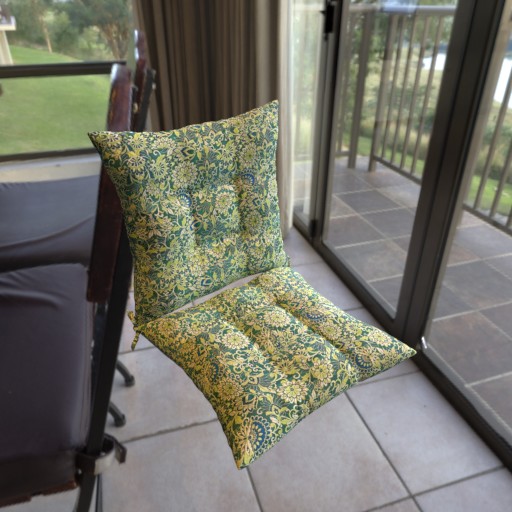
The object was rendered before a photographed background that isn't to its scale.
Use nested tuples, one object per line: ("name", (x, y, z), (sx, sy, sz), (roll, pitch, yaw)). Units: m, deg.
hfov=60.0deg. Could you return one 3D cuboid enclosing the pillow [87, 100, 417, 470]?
("pillow", (0.000, 0.000, 0.999), (0.541, 0.536, 0.585), (-21, 37, -31))
